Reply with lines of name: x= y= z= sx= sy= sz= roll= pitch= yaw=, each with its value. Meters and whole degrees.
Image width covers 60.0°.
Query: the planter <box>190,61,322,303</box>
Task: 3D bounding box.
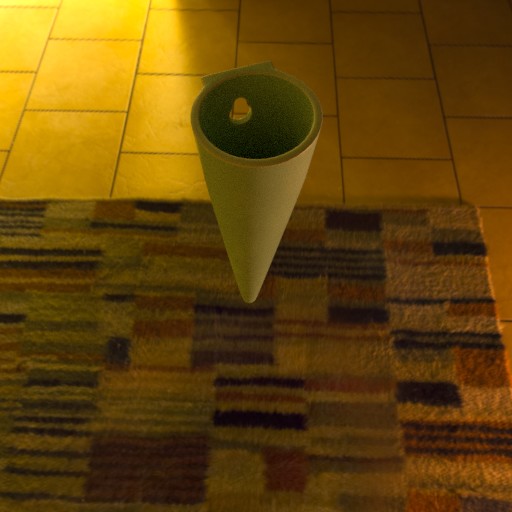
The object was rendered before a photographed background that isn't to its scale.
planter: x=0.000 y=0.000 z=0.301 sx=0.054 sy=0.268 sz=0.055 roll=-17 pitch=65 yaw=-8
